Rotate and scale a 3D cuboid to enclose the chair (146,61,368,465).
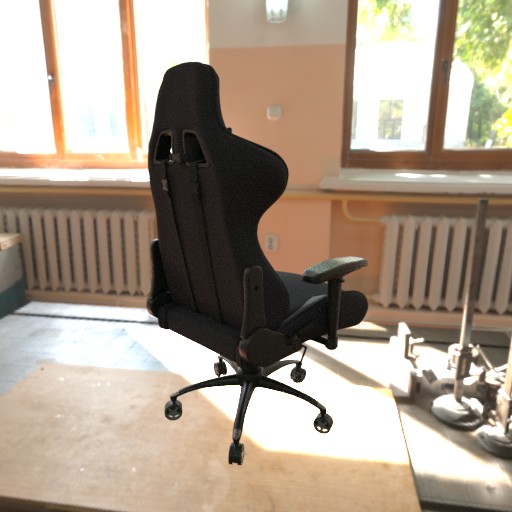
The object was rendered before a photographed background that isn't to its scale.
[{"bbox_3d":[0.000,0.000,1.687,0.730,1.300,0.695,14,20,42],"label":"chair"}]
